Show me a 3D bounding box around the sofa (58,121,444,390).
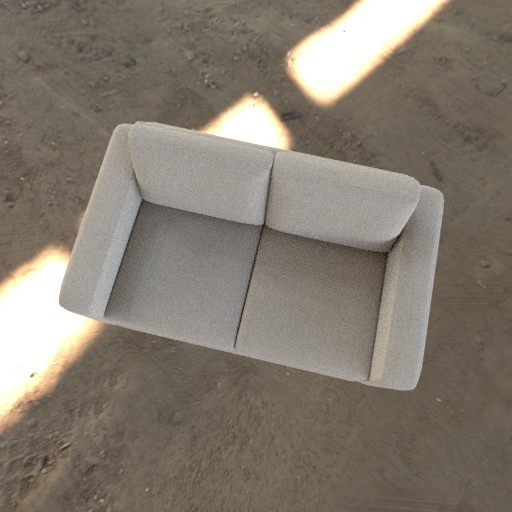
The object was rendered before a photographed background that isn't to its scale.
[{"bbox_3d":[0.000,0.000,2.073,1.540,0.800,0.900,13,76,3],"label":"sofa"}]
